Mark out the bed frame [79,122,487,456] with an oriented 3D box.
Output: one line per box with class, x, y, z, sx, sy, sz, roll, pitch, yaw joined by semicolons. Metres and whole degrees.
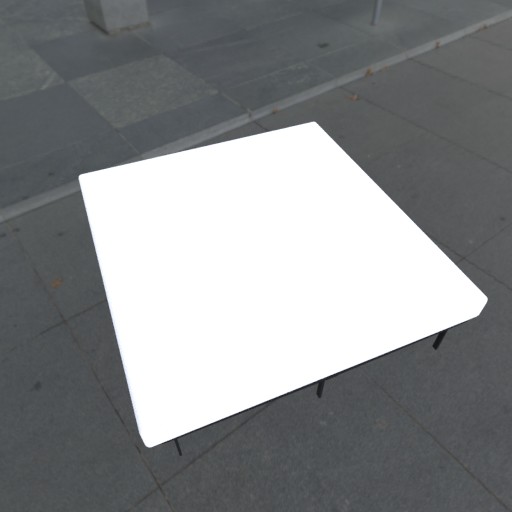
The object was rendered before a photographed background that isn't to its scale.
bed frame;0.000;0.000;2.993;1.935;0.525;2.033;-17;49;-15
